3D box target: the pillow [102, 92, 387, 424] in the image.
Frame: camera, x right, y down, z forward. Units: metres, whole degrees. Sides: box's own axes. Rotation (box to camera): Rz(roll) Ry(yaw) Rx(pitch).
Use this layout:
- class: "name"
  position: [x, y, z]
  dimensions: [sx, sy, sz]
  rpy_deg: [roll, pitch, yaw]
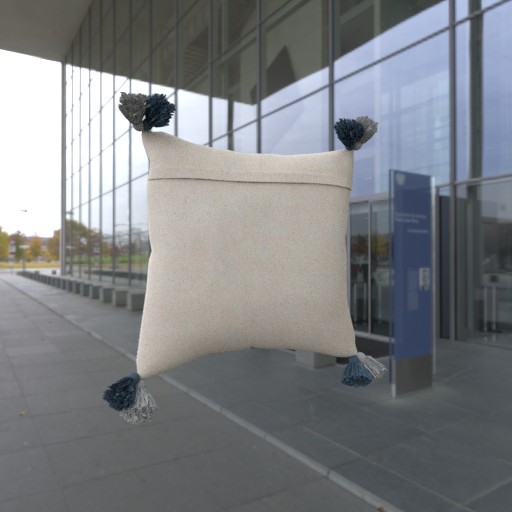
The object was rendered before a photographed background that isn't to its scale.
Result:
- class: "pillow"
  position: [0.000, 0.000, 0.933]
  dimensions: [0.614, 0.634, 0.138]
  rpy_deg: [0, 0, -18]
